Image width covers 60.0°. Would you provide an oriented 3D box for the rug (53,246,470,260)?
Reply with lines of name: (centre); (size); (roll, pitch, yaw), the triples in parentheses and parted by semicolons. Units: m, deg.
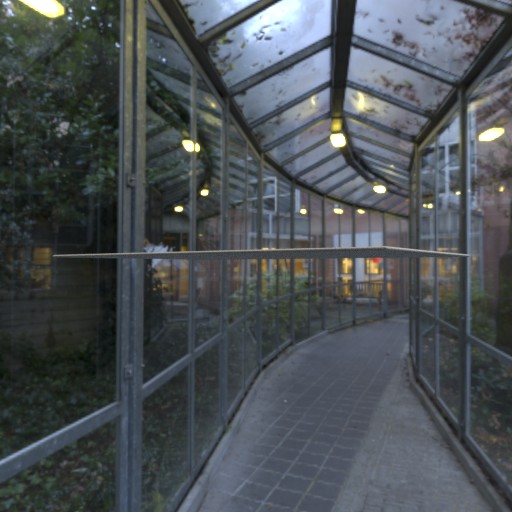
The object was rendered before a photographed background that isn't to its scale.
rug: (0.000, 0.000, 2.907); (2.294, 0.014, 1.528); (-1, -2, 36)
